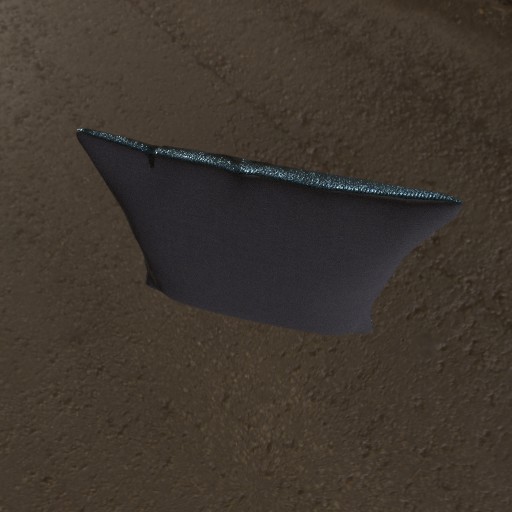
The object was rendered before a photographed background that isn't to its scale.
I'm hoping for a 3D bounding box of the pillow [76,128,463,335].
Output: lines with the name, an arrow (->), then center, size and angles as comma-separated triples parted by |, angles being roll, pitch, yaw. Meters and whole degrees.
pillow -> 0.000, 0.000, 0.651 | 0.436, 0.430, 0.138 | 11, 63, 6
